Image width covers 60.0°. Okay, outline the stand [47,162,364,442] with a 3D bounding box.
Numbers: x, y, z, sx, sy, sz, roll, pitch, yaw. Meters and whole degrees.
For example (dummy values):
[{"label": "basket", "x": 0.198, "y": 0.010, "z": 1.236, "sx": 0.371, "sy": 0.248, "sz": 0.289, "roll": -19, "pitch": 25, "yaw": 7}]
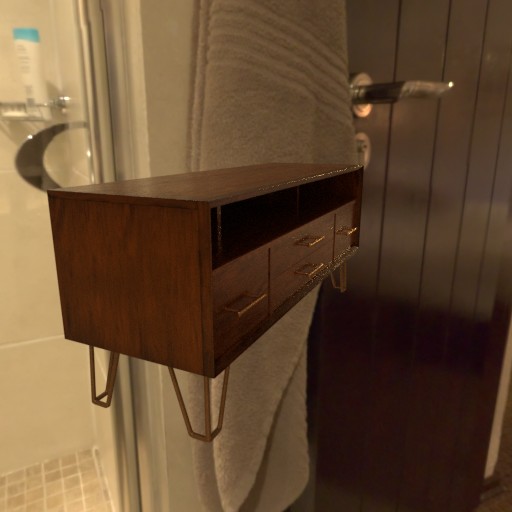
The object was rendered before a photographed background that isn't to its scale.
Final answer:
[{"label": "stand", "x": 0.000, "y": 0.000, "z": 1.663, "sx": 0.481, "sy": 0.610, "sz": 1.372, "roll": 7, "pitch": 17, "yaw": 25}]
